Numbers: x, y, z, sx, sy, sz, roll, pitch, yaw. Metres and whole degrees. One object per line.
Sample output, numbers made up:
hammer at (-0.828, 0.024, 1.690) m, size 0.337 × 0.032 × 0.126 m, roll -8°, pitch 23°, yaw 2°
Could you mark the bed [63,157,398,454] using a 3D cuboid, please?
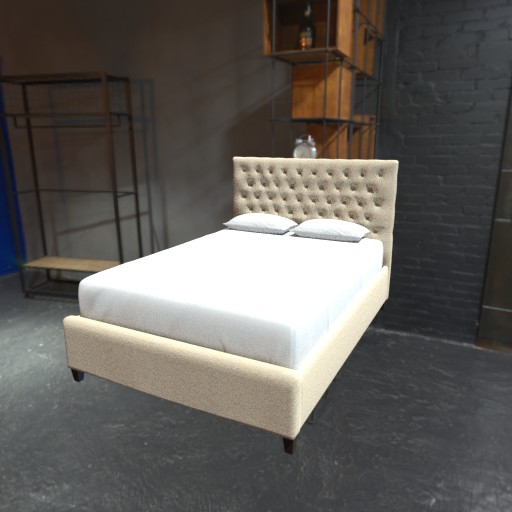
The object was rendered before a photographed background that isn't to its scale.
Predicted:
bed at (0.000, 0.000, 3.510) m, size 1.698 × 1.427 × 2.387 m, roll 7°, pitch 17°, yaw 26°
